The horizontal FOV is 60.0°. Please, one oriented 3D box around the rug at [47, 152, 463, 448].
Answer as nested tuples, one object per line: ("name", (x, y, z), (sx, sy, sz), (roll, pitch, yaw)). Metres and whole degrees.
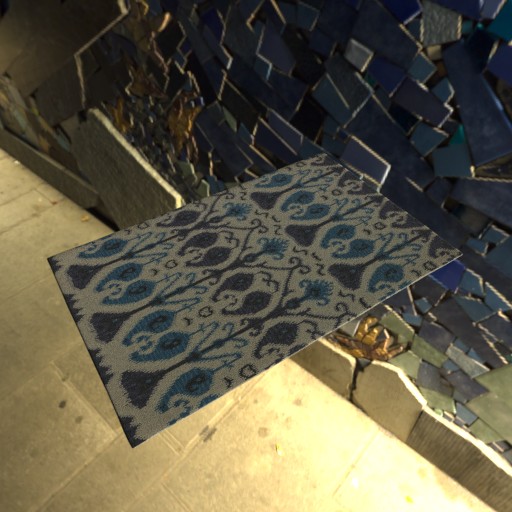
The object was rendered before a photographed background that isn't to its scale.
("rug", (0.000, 0.000, 2.128), (1.698, 0.013, 1.072), (-25, 50, -23))
